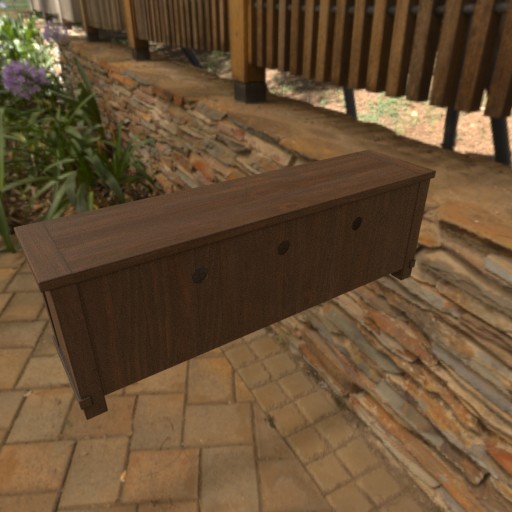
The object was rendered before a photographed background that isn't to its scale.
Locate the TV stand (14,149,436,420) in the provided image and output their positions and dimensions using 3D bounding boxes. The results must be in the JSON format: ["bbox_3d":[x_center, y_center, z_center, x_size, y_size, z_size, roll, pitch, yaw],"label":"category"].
[{"bbox_3d":[0.000,0.000,2.085,1.866,0.615,0.471,-18,34,-29],"label":"TV stand"}]
